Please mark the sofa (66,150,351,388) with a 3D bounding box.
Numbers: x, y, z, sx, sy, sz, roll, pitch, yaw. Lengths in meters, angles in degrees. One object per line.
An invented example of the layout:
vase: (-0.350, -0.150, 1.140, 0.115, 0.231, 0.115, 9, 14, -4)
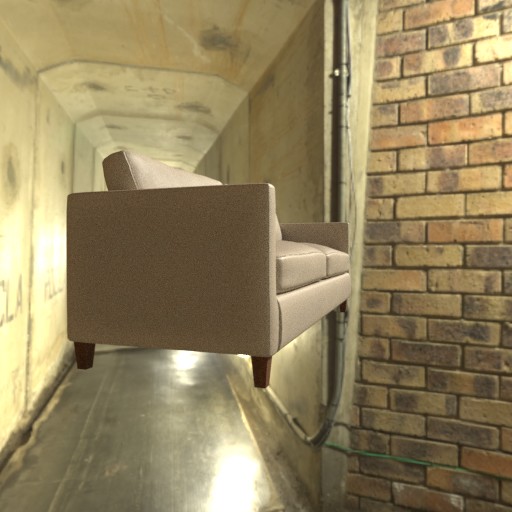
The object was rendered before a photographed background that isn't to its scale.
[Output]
sofa: (0.000, 0.000, 2.847, 0.951, 0.968, 2.361, 0, 0, 19)
